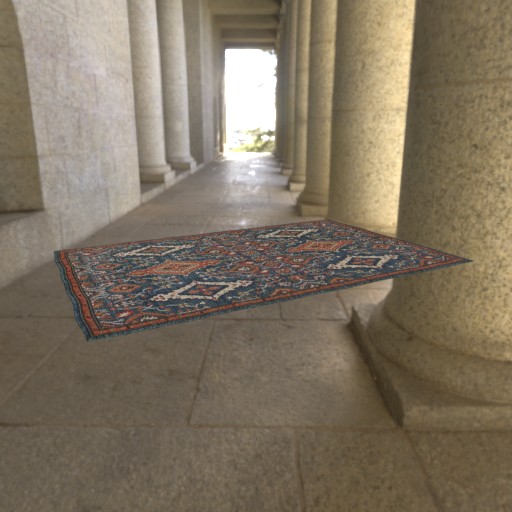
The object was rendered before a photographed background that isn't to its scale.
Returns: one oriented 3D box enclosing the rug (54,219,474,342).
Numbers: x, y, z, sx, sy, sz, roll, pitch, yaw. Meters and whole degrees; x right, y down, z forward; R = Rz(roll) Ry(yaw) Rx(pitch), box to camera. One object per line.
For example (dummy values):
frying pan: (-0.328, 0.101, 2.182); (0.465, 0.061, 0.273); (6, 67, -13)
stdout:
rug: (0.000, 0.000, 4.181); (3.371, 0.008, 2.190); (-9, 18, -27)
